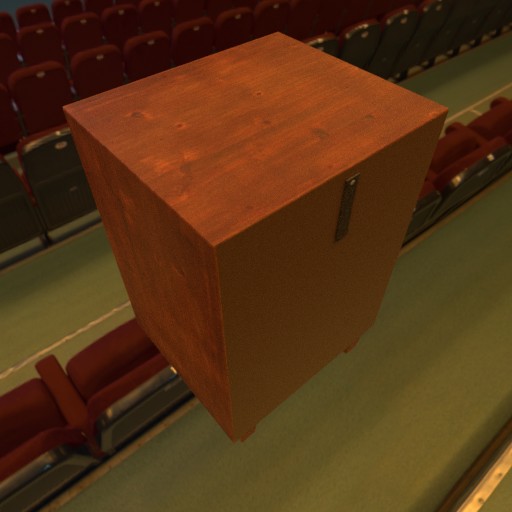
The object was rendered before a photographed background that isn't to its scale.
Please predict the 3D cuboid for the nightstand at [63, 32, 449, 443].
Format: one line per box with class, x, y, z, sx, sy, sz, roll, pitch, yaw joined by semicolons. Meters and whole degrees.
nightstand;0.000;0.000;0.958;0.465;0.695;0.410;-32;55;-26
